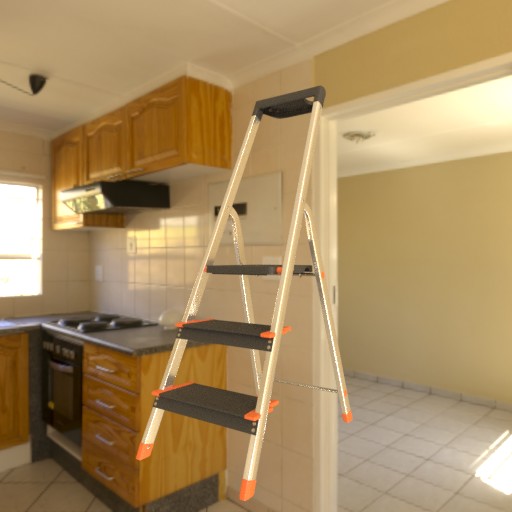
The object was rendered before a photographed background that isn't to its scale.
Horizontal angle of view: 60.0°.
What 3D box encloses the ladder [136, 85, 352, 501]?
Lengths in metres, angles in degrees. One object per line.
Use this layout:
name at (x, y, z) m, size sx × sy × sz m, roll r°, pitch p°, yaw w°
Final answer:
ladder at (0.000, 0.000, 1.507) m, size 0.416 × 1.229 × 0.686 m, roll 0°, pitch 0°, yaw 35°
